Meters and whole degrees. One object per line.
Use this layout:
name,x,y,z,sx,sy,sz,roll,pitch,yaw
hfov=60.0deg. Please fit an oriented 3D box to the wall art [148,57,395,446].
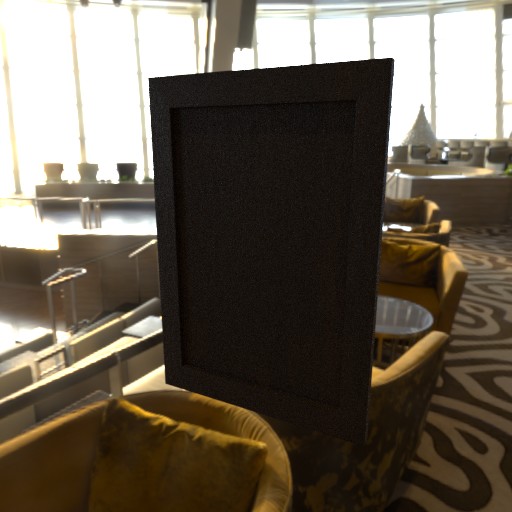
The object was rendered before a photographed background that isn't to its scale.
wall art,0.000,0.000,0.655,0.359,0.513,0.017,8,17,27
